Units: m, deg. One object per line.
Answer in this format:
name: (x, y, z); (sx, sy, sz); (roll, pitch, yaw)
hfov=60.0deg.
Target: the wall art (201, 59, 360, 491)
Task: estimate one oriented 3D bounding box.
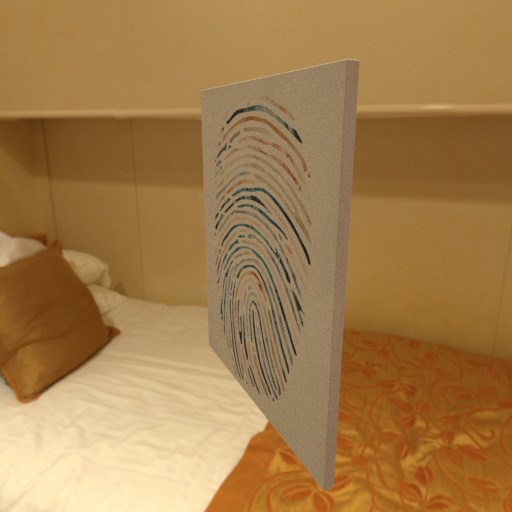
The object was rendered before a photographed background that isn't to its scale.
wall art: (0.000, 0.000, 0.958); (0.021, 0.710, 0.609); (-8, 18, -24)
